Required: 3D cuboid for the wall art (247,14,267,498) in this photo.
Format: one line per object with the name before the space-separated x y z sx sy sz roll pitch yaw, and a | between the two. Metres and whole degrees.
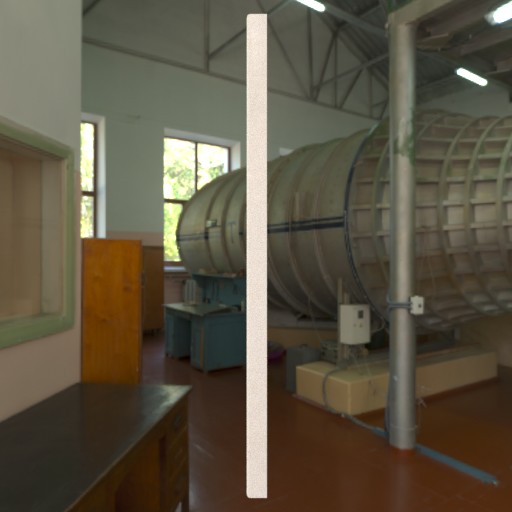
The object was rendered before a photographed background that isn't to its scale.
wall art | 0.000 0.000 1.139 0.038 0.912 0.607 0 0 0
